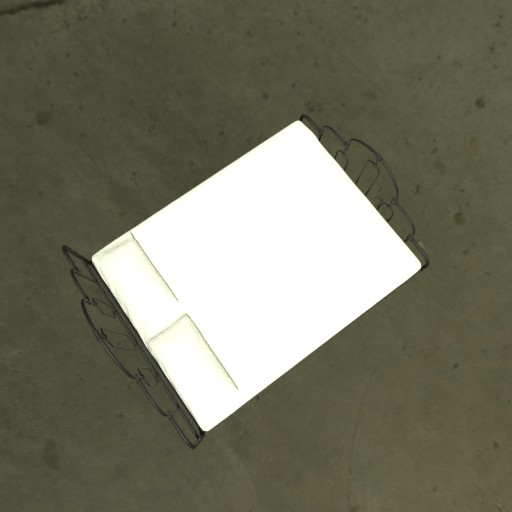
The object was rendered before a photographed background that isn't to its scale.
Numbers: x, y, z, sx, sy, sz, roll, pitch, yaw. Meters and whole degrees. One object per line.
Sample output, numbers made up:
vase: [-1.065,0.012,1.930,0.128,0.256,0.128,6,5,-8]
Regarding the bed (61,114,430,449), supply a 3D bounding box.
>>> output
bed: [0.000,0.000,3.242,2.163,1.429,1.640,-35,78,-9]
